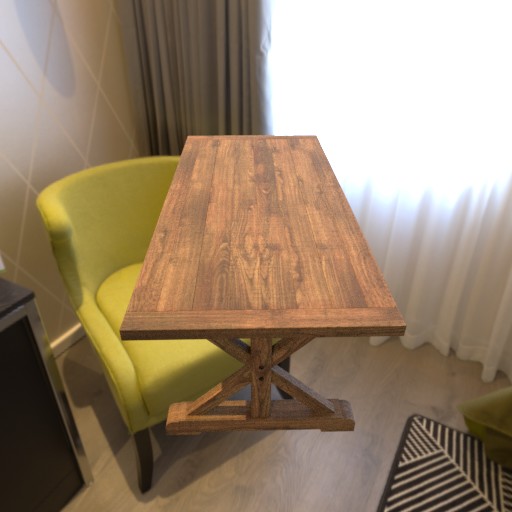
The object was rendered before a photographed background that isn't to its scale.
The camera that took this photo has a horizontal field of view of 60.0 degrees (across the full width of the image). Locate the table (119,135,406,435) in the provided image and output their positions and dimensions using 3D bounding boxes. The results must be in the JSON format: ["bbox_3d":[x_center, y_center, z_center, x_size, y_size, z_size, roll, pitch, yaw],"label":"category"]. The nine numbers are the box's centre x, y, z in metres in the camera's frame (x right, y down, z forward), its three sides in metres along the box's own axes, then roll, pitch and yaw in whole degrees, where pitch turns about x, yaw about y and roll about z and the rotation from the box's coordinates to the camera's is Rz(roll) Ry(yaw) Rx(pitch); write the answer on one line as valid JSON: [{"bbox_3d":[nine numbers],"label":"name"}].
[{"bbox_3d":[0.000,0.000,2.451,0.907,0.733,2.031,-1,32,-1],"label":"table"}]
